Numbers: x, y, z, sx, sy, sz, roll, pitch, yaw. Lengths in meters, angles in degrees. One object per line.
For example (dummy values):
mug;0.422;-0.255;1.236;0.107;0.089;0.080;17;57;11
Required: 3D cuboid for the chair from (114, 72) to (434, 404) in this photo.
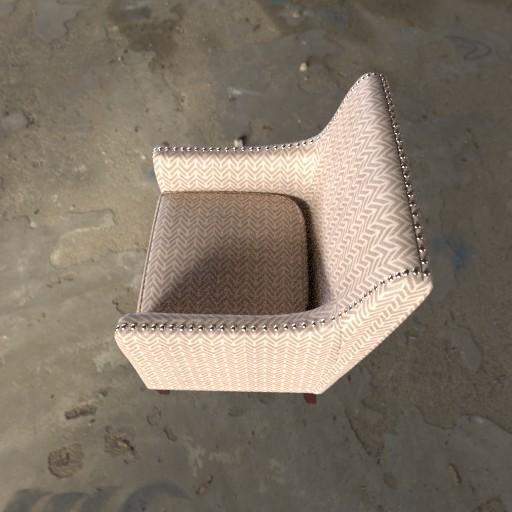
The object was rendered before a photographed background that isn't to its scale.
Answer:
chair;0.000;0.000;1.267;0.651;0.816;0.623;1;57;1
